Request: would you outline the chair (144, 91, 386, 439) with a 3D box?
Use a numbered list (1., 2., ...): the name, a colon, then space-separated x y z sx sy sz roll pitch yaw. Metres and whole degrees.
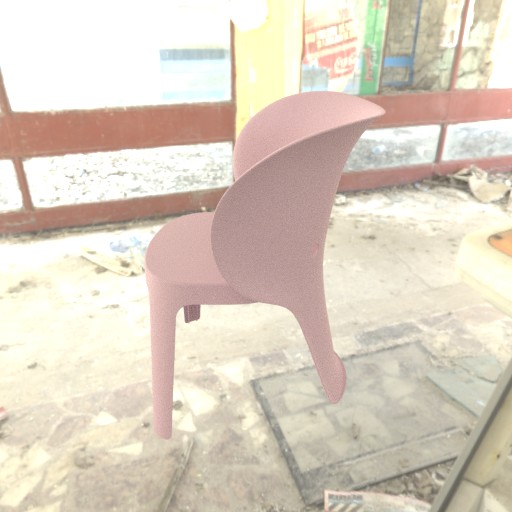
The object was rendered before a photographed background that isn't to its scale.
1. chair: 0.000 0.000 0.837 0.402 0.554 0.451 1 26 1
